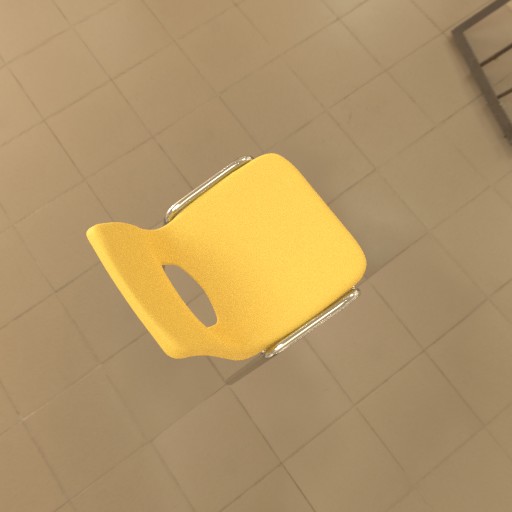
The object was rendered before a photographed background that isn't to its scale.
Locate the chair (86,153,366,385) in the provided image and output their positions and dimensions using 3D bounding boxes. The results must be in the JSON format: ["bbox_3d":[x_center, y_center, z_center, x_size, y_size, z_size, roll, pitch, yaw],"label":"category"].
[{"bbox_3d":[0.000,0.000,0.909,0.436,0.653,0.381,-36,79,-8],"label":"chair"}]
